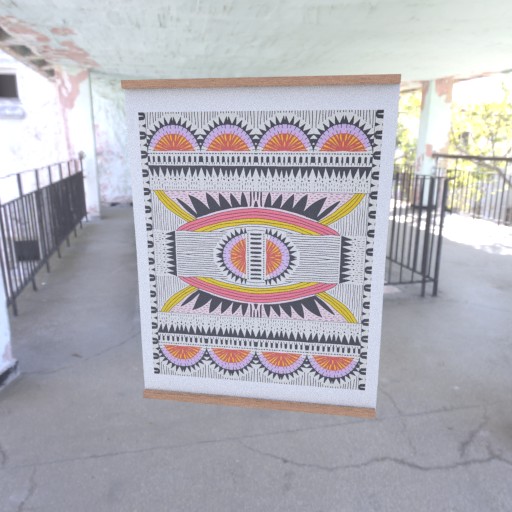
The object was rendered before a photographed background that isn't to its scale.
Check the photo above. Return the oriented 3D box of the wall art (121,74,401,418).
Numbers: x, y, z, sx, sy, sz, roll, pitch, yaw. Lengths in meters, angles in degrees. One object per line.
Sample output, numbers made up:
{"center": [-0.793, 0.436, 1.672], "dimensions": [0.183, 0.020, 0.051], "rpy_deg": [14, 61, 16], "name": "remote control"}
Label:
{"center": [0.000, 0.000, 0.703], "dimensions": [0.403, 0.527, 0.028], "rpy_deg": [2, 14, 8], "name": "wall art"}
